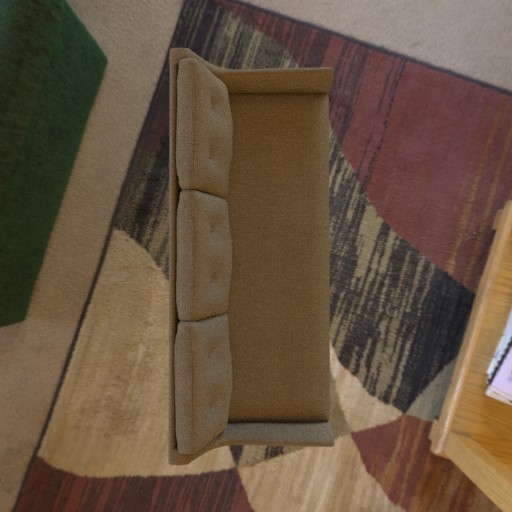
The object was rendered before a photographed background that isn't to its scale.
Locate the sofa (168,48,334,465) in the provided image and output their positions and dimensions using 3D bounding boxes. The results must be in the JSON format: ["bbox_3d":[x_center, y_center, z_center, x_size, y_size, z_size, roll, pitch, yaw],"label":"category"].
[{"bbox_3d":[0.000,0.000,2.484,0.849,0.837,2.060,0,89,0],"label":"sofa"}]
